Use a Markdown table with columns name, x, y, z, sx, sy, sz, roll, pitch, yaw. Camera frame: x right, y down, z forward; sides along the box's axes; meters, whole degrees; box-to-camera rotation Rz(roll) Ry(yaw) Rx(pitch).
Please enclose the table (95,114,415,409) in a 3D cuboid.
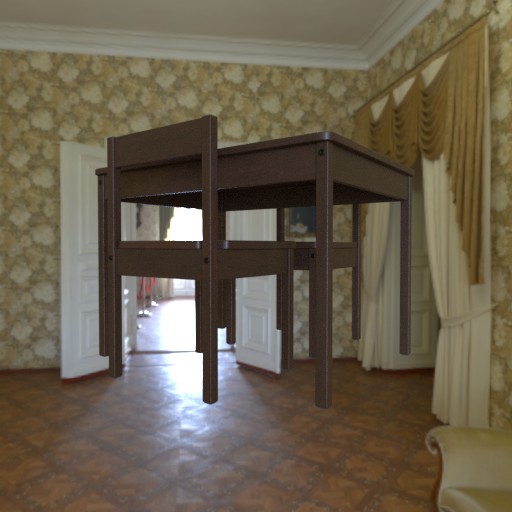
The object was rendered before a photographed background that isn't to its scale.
| name | x | y | z | sx | sy | sz | roll | pitch | yaw |
| --- | --- | --- | --- | --- | --- | --- | --- | --- | --- |
| table | 0.000 | 0.000 | 1.118 | 0.650 | 0.503 | 0.672 | 1 | 2 | 35 |
